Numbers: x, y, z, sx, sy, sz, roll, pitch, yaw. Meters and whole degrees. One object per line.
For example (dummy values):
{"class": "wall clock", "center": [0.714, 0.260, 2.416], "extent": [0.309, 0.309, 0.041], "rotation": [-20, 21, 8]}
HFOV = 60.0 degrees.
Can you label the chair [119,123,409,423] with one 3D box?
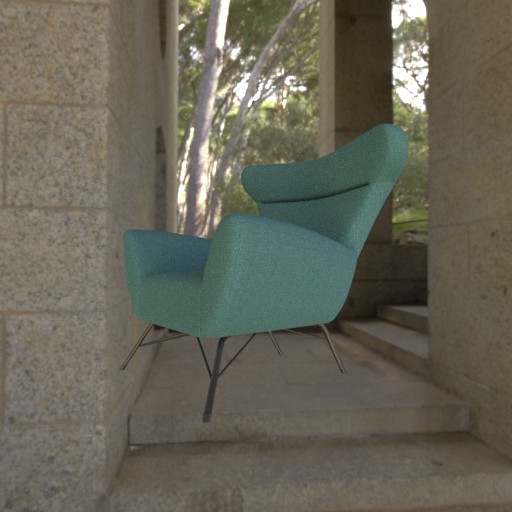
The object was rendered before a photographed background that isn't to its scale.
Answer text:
{"class": "chair", "center": [0.000, 0.000, 1.856], "extent": [0.900, 0.980, 1.050], "rotation": [0, -1, -35]}
